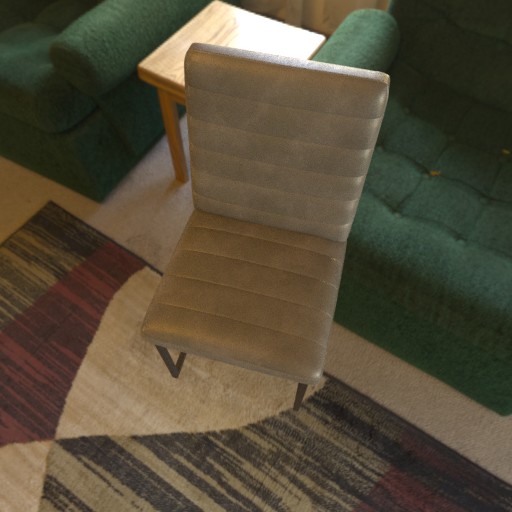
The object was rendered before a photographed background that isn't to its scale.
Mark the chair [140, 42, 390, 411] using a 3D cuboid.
[{"bbox_3d":[0.000,0.000,1.320,0.520,0.930,0.634,13,59,8],"label":"chair"}]
